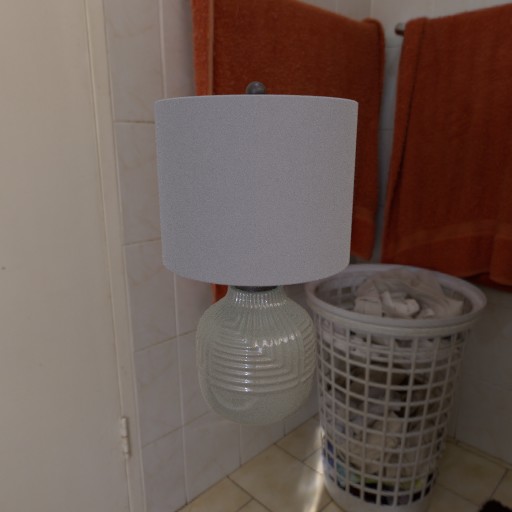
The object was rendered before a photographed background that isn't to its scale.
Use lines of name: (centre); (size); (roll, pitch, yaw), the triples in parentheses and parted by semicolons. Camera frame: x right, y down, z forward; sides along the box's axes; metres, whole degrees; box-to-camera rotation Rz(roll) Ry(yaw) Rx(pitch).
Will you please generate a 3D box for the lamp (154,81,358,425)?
lamp: (0.000, 0.000, 0.769); (0.318, 0.567, 0.318); (0, 15, 0)
